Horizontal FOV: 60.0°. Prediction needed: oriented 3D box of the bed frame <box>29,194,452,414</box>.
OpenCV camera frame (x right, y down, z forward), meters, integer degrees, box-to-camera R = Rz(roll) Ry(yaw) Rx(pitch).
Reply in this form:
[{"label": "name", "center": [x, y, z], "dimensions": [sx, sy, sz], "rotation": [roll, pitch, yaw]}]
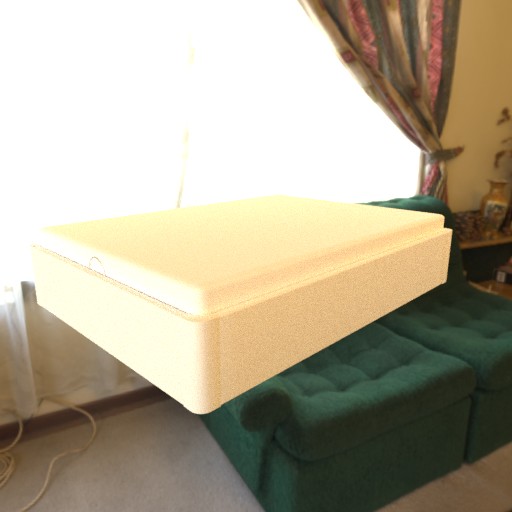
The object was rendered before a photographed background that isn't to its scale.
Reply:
[{"label": "bed frame", "center": [0.000, 0.000, 2.457], "dimensions": [1.400, 0.406, 1.900], "rotation": [15, 21, 43]}]
